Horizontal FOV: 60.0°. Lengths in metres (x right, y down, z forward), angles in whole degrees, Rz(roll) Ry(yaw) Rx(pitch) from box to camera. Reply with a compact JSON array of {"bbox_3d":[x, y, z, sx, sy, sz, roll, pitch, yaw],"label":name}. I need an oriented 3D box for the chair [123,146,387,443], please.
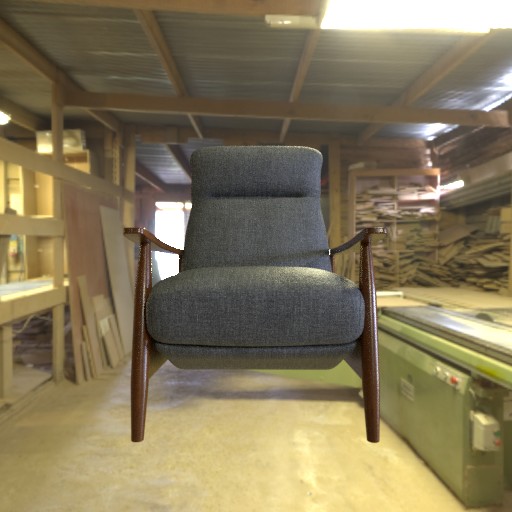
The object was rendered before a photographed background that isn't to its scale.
[{"bbox_3d":[0.000,0.000,1.781,0.762,1.082,1.030,0,1,0],"label":"chair"}]
